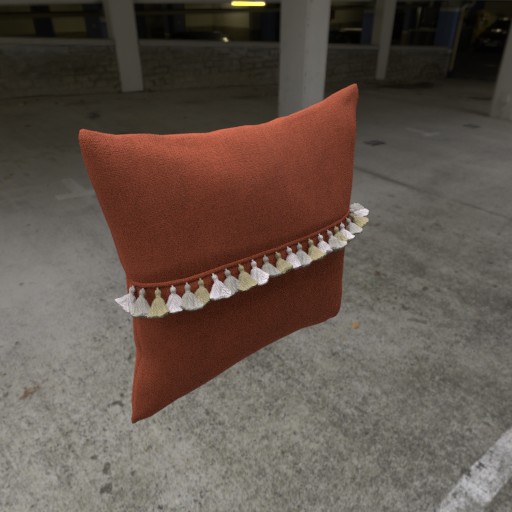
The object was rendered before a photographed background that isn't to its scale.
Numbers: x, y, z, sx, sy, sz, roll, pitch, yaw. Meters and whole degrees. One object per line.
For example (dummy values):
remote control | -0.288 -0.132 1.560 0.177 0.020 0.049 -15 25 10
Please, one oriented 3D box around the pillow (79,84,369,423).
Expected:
pillow | 0.000 0.000 0.724 0.490 0.482 0.165 -22 37 -32
